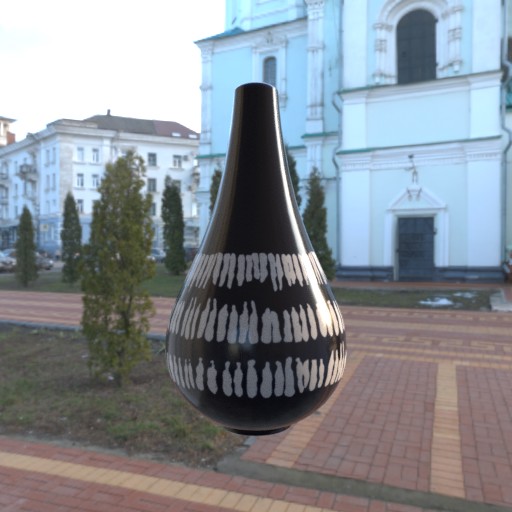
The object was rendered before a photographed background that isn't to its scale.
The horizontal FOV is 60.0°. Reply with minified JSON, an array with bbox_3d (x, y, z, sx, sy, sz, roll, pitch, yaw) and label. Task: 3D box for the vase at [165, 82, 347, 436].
[{"bbox_3d":[0.000,0.000,0.394,0.159,0.295,0.159,0,1,0],"label":"vase"}]
